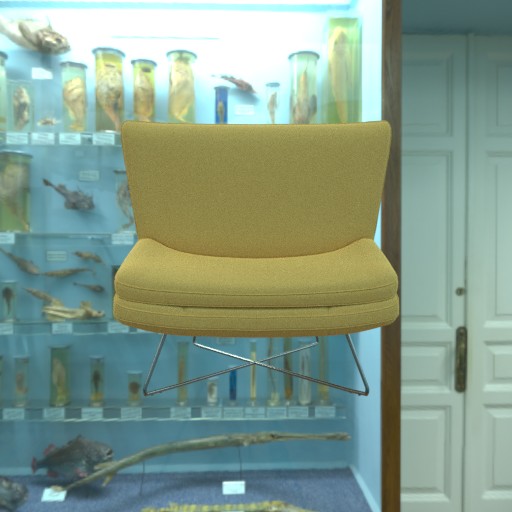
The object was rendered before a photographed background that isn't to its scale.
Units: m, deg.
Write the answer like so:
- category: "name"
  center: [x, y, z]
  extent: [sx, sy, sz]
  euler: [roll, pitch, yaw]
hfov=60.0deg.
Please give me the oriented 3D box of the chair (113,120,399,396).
- category: "chair"
  center: [0.000, 0.000, 1.628]
  extent: [0.859, 0.855, 1.008]
  euler: [0, 1, 0]
